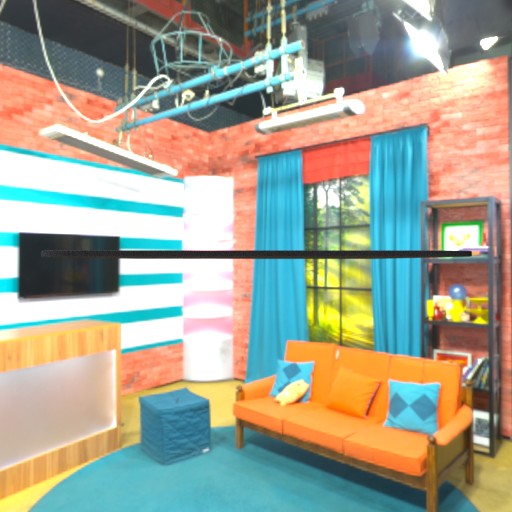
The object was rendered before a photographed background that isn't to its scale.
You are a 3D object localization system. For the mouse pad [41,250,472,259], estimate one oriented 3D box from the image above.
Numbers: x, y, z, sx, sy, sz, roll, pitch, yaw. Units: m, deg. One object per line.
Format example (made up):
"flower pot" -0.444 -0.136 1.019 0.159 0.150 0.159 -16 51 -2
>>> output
"mouse pad" 0.000 0.000 0.322 0.229 0.003 0.203 0 -1 -1
